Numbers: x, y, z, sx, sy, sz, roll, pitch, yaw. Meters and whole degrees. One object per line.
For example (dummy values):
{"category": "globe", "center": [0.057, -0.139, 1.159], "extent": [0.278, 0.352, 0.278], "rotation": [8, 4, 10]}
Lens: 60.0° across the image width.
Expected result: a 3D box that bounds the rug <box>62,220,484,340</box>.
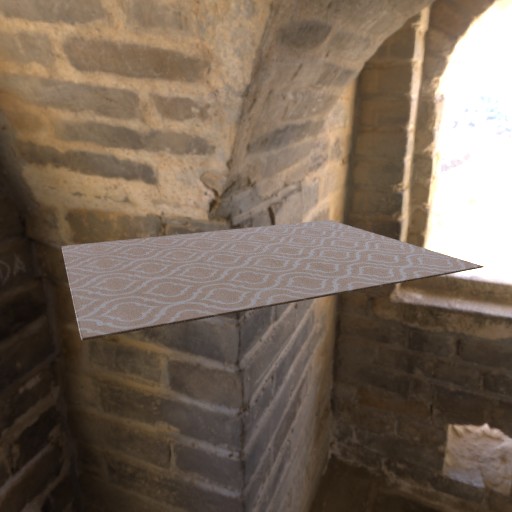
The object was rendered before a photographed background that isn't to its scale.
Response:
{"category": "rug", "center": [0.000, 0.000, 2.720], "extent": [2.134, 0.010, 1.524], "rotation": [-7, 17, -24]}
